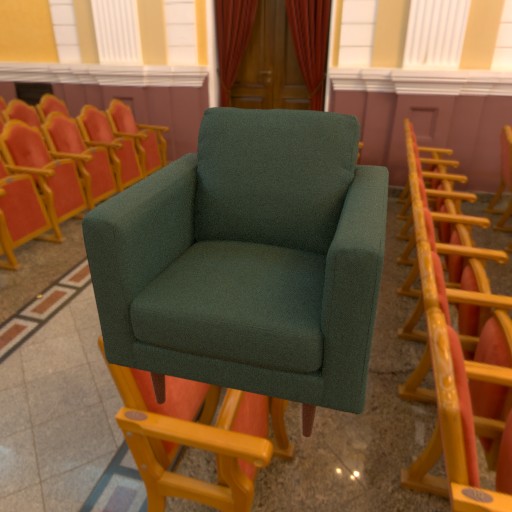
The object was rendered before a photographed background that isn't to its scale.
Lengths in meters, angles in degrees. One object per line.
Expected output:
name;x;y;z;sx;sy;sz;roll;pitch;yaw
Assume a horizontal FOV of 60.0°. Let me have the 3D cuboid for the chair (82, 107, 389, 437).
chair;0.000;0.000;1.572;0.855;0.927;0.800;7;27;14
